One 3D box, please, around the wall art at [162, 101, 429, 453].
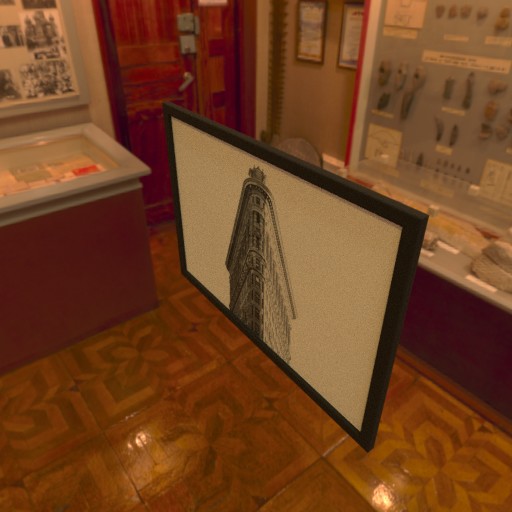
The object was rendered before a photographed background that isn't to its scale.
[{"bbox_3d":[0.000,0.000,1.249,0.026,0.656,0.958,-22,39,-30],"label":"wall art"}]
